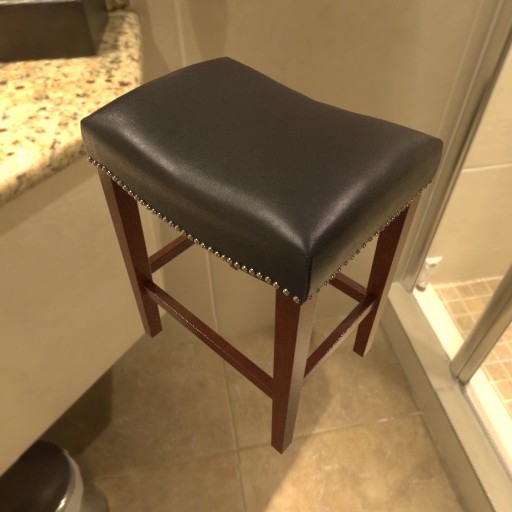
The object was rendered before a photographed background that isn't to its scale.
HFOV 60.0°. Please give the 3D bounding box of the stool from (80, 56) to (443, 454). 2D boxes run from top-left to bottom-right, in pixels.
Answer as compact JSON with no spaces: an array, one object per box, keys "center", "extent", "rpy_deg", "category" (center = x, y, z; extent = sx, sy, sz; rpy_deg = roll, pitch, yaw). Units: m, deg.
[{"center":[0.000,0.000,0.944],"extent":[0.504,0.654,0.372],"rpy_deg":[33,55,28],"category":"stool"}]
